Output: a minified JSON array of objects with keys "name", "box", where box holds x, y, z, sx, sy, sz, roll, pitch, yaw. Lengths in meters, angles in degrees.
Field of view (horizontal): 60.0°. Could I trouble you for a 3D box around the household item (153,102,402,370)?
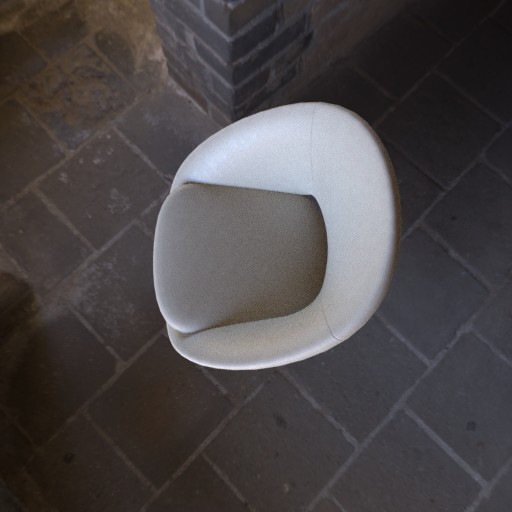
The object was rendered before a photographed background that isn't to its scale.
[{"name":"household item","box":[0.000,0.000,1.258,0.573,0.852,0.623,-2,76,-1]}]
